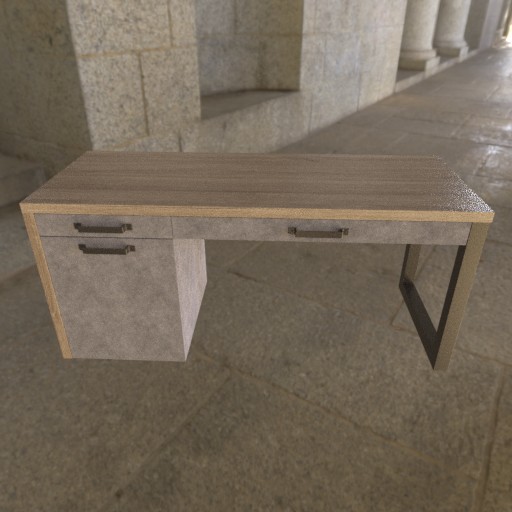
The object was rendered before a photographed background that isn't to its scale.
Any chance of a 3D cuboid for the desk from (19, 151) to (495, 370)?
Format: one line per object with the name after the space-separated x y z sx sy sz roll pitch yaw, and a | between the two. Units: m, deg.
0.000 0.000 2.047 1.700 0.760 0.690 1 30 2 | desk
